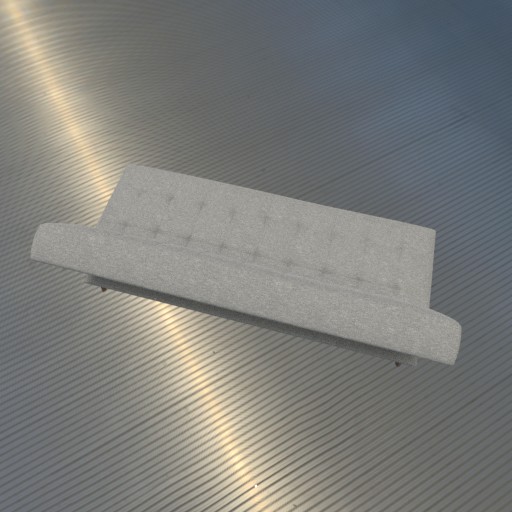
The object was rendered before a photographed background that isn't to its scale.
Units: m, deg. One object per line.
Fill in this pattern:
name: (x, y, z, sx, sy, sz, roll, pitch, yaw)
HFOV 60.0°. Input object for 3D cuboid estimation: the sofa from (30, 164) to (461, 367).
sofa: (0.000, 0.000, 2.260, 1.800, 0.810, 0.860, 13, 63, 7)
